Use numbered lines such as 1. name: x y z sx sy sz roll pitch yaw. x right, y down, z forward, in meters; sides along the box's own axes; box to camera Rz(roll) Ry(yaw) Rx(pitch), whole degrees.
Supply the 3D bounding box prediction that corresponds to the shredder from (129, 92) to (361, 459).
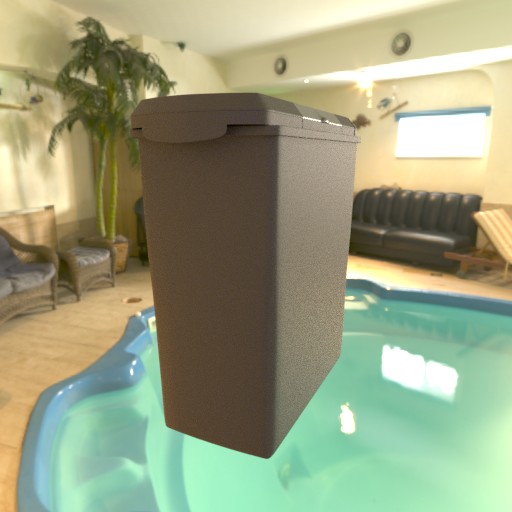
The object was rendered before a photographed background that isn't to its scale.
1. shredder: 0.000 0.000 0.521 0.170 0.335 0.320 6 14 25
